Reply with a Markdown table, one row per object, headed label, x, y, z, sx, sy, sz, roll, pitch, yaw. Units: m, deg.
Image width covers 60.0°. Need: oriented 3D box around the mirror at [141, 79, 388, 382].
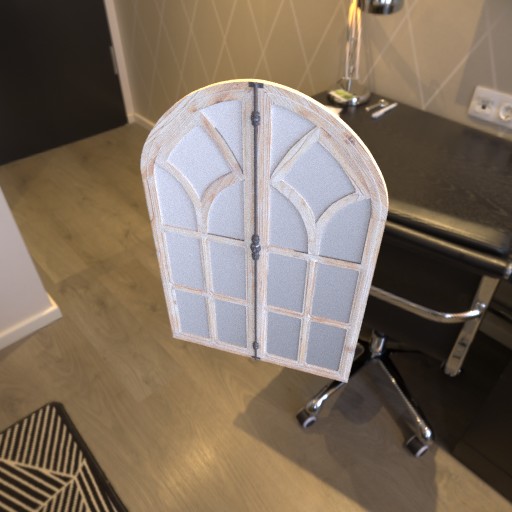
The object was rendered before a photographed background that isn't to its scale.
| label | x | y | z | sx | sy | sz | roll | pitch | yaw |
| --- | --- | --- | --- | --- | --- | --- | --- | --- | --- |
| mirror | 0.000 | 0.000 | 1.179 | 0.609 | 0.915 | 0.032 | 12 | 42 | 13 |
